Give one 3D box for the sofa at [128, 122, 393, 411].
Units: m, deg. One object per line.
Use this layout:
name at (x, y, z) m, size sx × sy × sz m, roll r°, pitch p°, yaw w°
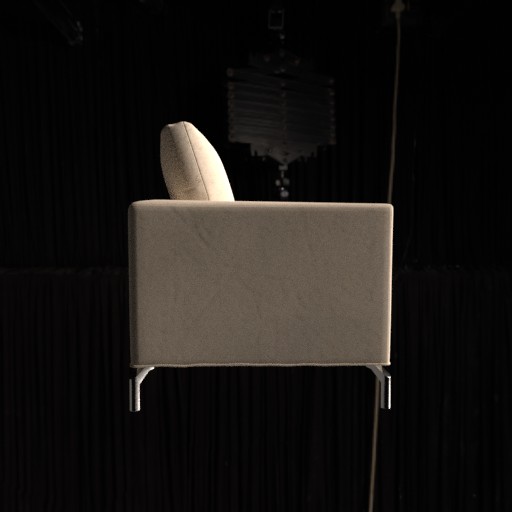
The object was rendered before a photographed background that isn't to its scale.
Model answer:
sofa at (0.000, 0.000, 2.331) m, size 0.906 × 0.995 × 1.739 m, roll 0°, pitch 2°, yaw -2°
